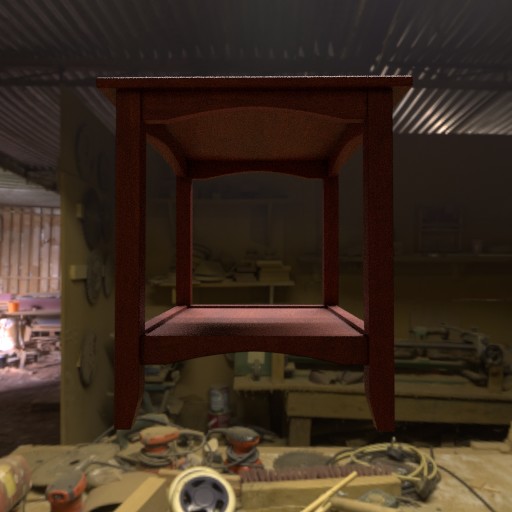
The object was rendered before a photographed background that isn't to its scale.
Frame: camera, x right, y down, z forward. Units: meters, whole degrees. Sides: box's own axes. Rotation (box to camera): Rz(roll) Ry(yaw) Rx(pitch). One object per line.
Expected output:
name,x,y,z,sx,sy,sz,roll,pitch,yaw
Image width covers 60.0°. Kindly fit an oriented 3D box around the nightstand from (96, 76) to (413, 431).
nightstand,0.000,0.000,0.973,0.501,0.558,0.558,0,-1,1
